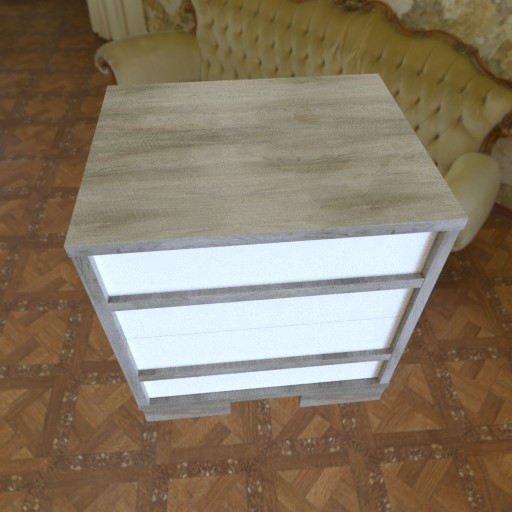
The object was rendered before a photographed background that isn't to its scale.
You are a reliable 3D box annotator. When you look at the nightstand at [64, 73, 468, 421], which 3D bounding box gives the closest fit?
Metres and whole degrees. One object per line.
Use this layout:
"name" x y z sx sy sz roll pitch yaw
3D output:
"nightstand" 0.000 0.000 0.744 0.427 0.448 0.347 -4 47 -4
